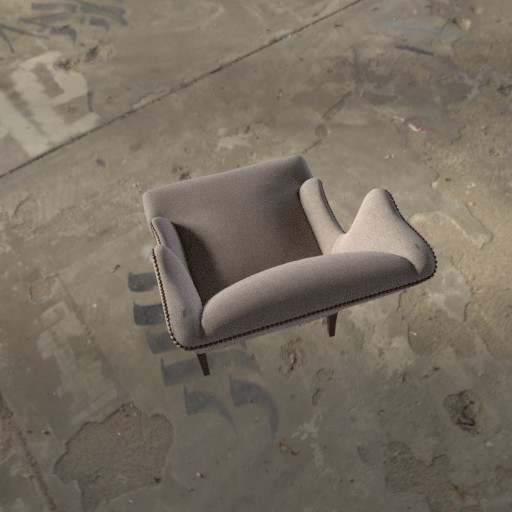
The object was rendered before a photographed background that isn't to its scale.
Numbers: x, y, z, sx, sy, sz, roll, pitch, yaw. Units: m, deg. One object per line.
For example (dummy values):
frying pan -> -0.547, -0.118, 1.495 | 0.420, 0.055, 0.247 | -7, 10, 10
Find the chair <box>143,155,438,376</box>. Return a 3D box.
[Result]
chair -> 0.000, 0.000, 1.680 | 0.737, 1.029, 0.940 | -15, 60, -9
